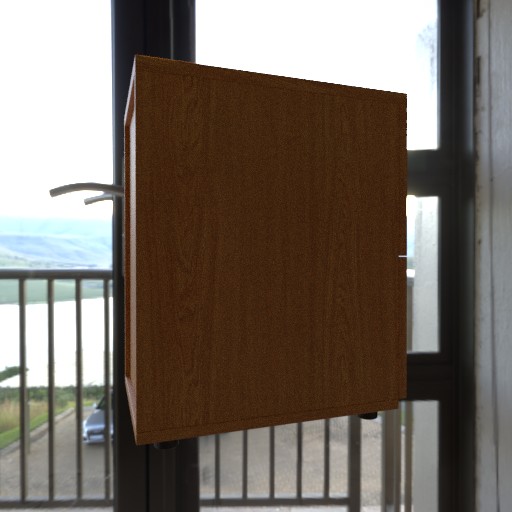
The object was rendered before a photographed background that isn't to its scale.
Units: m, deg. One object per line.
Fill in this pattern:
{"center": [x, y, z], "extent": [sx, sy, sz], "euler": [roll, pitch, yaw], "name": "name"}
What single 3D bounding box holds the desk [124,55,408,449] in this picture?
{"center": [0.000, 0.000, 1.089], "extent": [0.600, 0.730, 0.404], "euler": [0, 1, -19], "name": "desk"}
